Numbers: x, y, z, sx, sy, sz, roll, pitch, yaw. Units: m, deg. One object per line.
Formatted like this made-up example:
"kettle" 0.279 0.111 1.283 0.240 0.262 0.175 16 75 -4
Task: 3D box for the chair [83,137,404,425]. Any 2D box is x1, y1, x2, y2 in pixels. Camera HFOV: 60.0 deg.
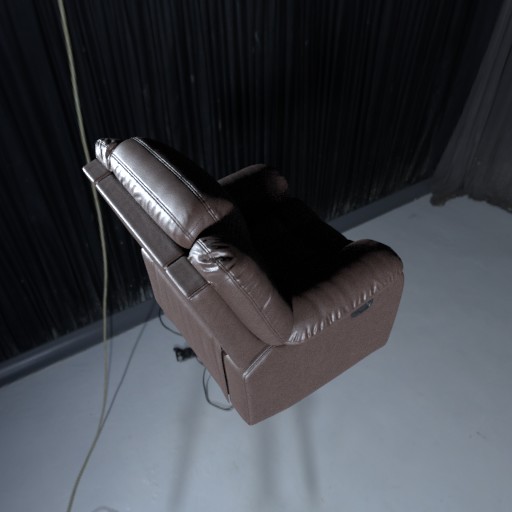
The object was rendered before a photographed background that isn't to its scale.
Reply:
"chair" 0.000 0.000 1.731 0.934 1.009 0.899 -24 46 -26
